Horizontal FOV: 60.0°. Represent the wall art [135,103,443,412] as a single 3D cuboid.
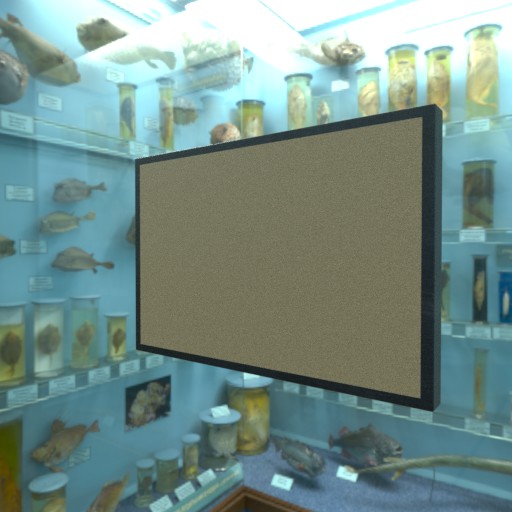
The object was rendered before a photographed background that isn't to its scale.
[{"bbox_3d":[0.000,0.000,0.778,0.610,0.409,0.038,1,1,36],"label":"wall art"}]
